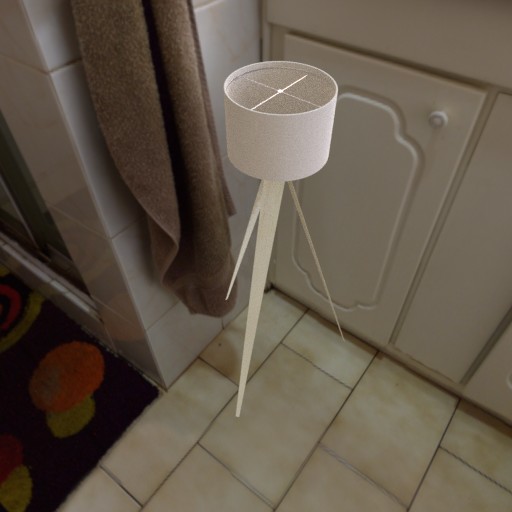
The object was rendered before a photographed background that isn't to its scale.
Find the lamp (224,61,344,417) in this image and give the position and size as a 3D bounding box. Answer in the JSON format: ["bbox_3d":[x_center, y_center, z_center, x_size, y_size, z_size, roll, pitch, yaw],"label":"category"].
[{"bbox_3d":[0.000,0.000,1.911,0.716,1.524,0.724,31,54,25],"label":"lamp"}]
